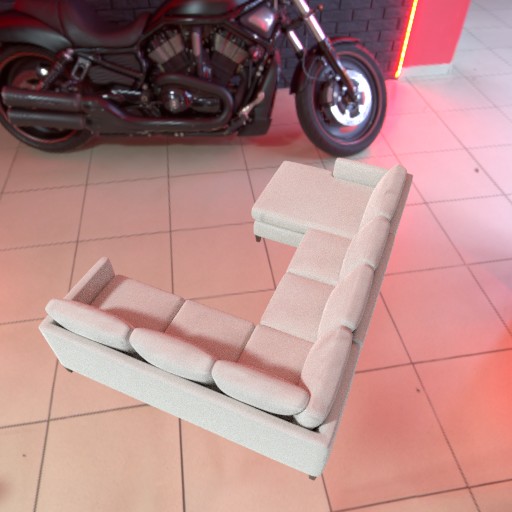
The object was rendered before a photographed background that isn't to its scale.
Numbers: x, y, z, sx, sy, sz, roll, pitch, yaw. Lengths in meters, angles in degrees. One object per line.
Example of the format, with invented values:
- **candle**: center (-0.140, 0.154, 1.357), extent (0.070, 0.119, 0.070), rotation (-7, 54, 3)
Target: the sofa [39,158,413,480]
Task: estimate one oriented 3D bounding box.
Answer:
- **sofa**: center (0.000, 0.000, 4.636), extent (2.593, 0.956, 3.459), rotation (17, 49, 16)
